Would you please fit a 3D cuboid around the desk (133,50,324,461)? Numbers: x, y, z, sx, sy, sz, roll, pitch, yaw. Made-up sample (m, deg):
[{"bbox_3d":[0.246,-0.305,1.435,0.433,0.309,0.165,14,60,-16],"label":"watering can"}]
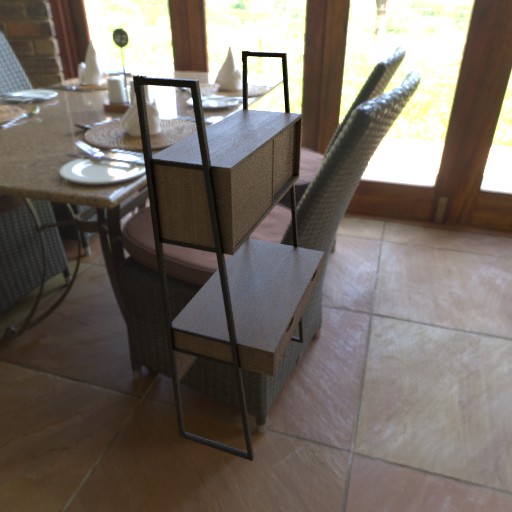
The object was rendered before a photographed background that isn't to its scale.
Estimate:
[{"bbox_3d":[0.000,0.000,2.248,0.515,1.809,0.982,11,31,18],"label":"desk"}]
